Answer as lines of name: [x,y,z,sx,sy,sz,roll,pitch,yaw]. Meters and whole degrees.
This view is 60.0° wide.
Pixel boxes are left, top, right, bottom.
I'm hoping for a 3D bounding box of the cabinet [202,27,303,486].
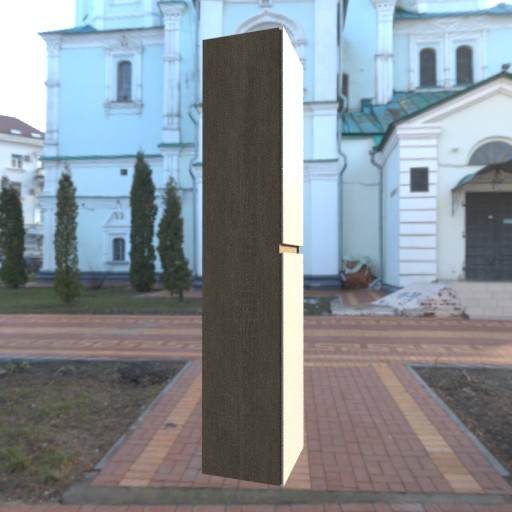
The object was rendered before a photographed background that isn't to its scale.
cabinet: [0.000,0.000,1.533,0.270,1.400,0.300,0,-1,18]
